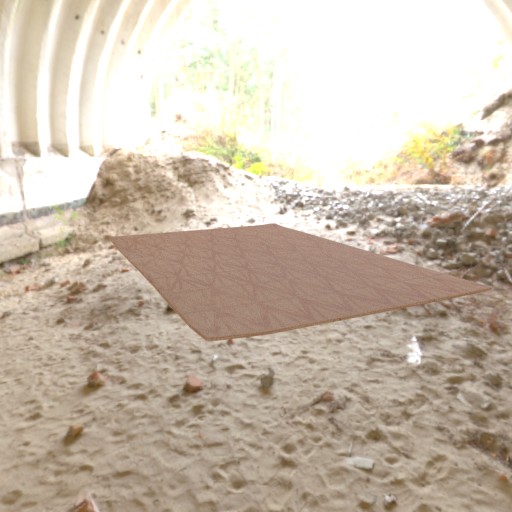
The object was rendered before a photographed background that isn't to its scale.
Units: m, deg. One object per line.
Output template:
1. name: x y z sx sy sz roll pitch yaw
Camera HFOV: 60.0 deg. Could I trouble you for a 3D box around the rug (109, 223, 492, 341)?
1. rug: 0.000 0.000 2.312 1.230 0.025 1.837 -6 15 -25
